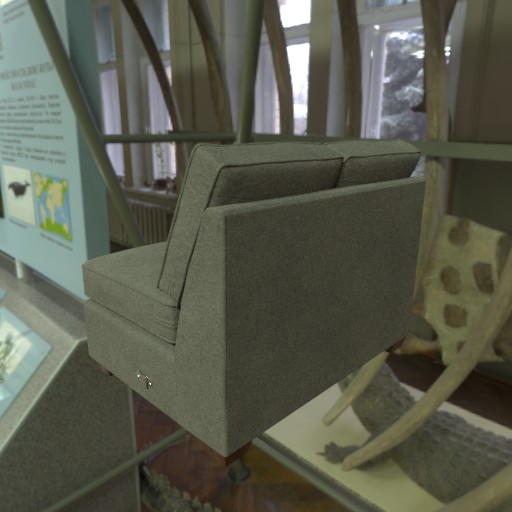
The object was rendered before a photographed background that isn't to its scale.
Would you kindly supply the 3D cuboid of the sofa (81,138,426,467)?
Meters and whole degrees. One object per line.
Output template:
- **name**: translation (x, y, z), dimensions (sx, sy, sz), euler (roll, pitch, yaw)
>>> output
- **sofa**: translation (0.000, 0.000, 1.975), dimensions (0.951, 1.008, 1.237), euler (15, 22, 42)
